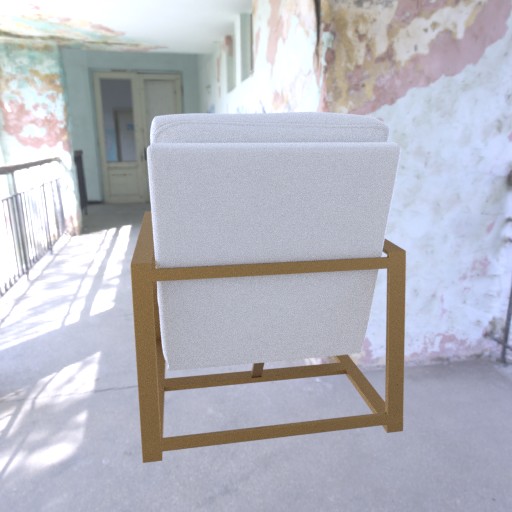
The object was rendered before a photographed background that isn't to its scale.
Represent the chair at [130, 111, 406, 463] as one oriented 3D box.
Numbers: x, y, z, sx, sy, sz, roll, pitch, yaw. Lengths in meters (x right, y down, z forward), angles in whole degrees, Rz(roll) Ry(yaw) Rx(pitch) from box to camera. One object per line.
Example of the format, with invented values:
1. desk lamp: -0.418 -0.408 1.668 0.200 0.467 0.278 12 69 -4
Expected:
1. chair: 0.000 0.000 1.588 0.805 0.966 0.813 -3 16 -10
